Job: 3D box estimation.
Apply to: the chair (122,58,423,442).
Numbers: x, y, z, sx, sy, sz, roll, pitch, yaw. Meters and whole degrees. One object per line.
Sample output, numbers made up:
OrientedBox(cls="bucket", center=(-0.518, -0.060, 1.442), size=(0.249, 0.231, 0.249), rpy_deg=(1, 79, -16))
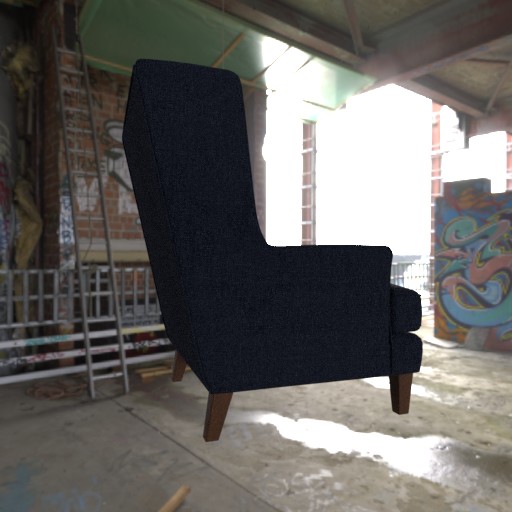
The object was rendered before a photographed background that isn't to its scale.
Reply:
OrientedBox(cls="chair", center=(0.000, 0.000, 1.683), size=(0.947, 1.072, 0.764), rpy_deg=(0, 0, -19))
